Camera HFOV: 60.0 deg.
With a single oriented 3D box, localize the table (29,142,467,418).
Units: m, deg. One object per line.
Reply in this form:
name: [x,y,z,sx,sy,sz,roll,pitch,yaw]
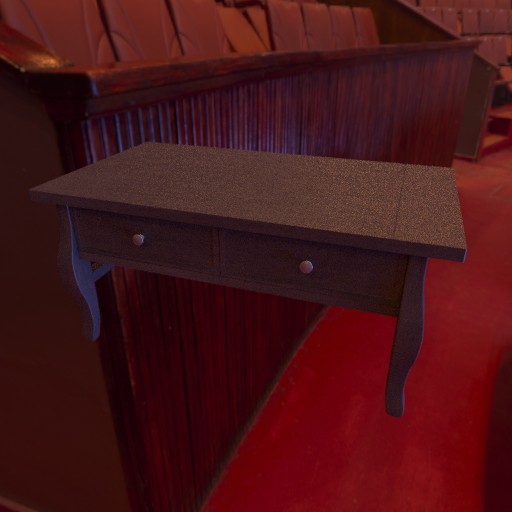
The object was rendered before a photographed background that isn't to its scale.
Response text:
table: [0.000,0.000,1.364,1.062,0.494,0.600,9,29,17]
